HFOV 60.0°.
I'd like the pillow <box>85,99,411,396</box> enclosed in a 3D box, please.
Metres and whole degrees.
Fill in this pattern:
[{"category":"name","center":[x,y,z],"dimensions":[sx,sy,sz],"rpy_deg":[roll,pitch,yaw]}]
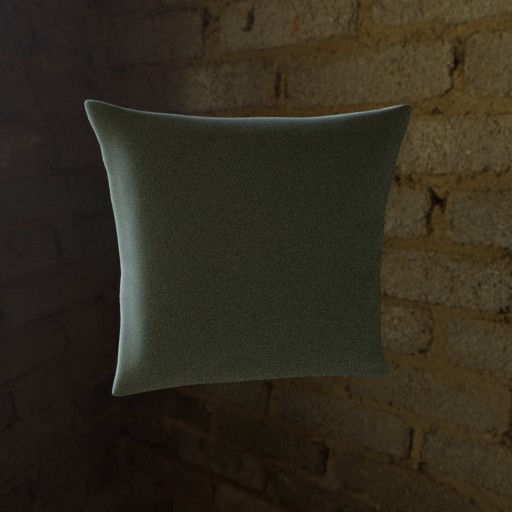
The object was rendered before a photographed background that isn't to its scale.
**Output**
[{"category":"pillow","center":[0.000,0.000,0.772],"dimensions":[0.525,0.508,0.166],"rpy_deg":[-2,14,-8]}]
